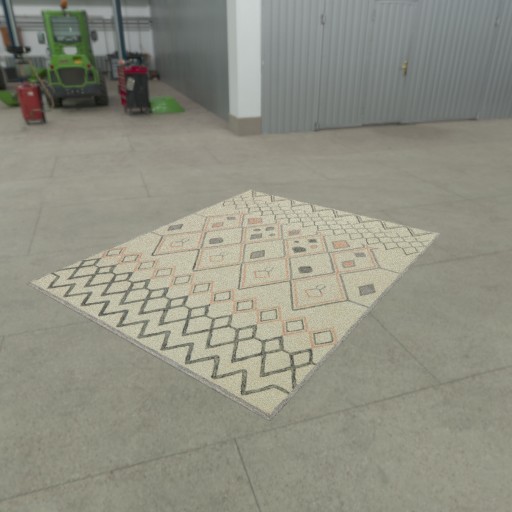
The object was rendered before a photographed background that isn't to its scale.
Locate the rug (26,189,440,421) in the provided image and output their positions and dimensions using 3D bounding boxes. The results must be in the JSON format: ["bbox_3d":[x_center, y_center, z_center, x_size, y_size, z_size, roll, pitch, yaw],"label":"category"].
[{"bbox_3d":[0.000,0.000,4.080,2.441,0.016,3.050,18,32,32],"label":"rug"}]
